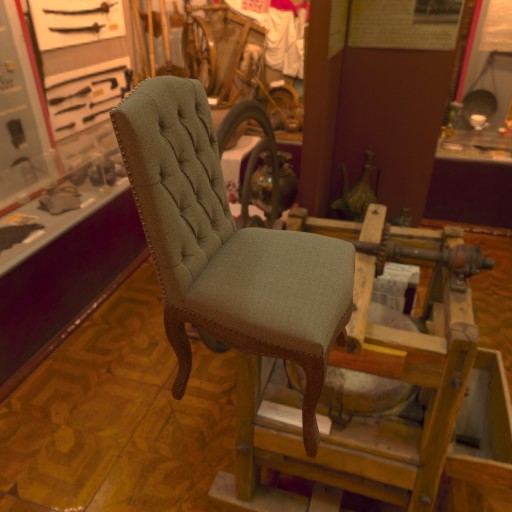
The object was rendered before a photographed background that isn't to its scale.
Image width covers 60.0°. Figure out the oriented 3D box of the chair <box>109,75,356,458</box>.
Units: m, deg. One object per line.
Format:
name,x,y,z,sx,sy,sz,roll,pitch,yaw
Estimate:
chair,0.000,0.000,1.608,0.731,1.191,0.637,10,33,16
